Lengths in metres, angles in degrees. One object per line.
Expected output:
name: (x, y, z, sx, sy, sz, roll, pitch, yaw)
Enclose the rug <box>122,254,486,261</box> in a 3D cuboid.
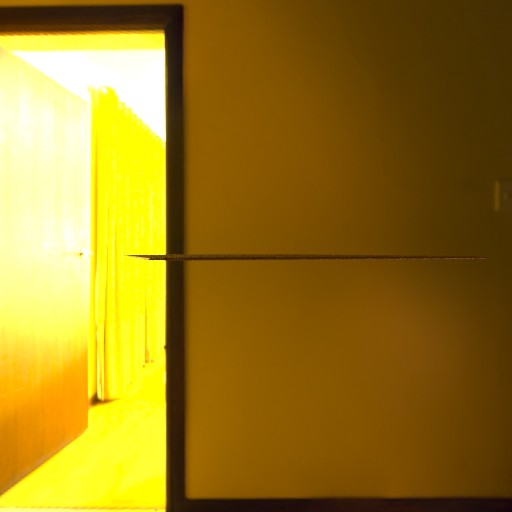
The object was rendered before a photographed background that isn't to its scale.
rug: (0.000, 0.000, 2.934, 1.609, 0.013, 2.214, 0, 1, -19)
